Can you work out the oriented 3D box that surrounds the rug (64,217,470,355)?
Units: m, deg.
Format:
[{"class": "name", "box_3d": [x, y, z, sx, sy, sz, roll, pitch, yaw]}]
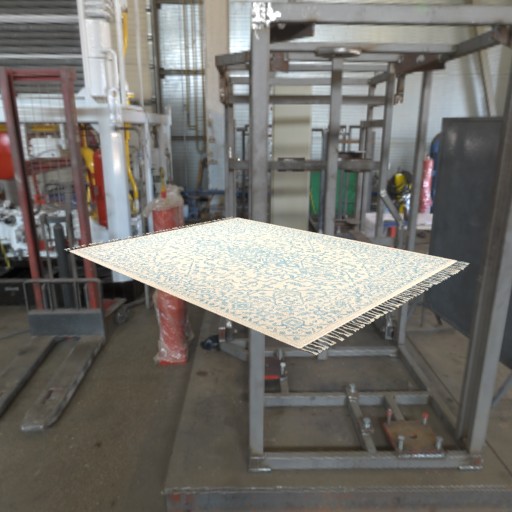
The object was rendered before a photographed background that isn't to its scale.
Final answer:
[{"class": "rug", "box_3d": [0.000, 0.000, 4.445, 3.327, 0.010, 2.464, 15, 22, 42]}]
